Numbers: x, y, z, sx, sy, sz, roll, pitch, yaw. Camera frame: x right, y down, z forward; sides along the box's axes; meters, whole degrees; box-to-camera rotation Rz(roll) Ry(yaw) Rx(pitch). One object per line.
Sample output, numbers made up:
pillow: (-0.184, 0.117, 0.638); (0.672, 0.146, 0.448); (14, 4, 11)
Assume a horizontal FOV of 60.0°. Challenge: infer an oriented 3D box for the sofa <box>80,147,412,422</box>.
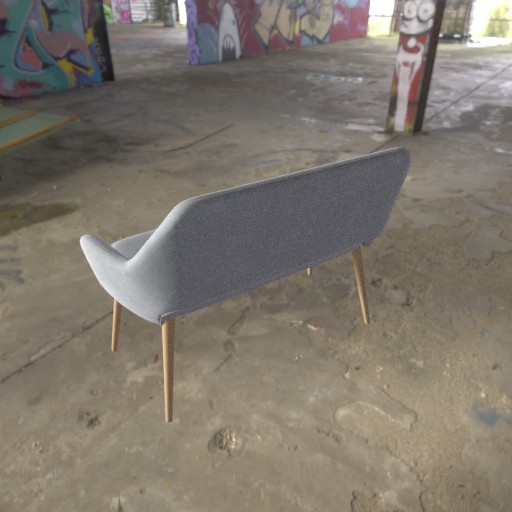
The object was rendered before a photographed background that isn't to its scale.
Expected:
sofa: (0.000, 0.000, 1.632); (1.150, 0.840, 0.610); (-19, 36, -28)
